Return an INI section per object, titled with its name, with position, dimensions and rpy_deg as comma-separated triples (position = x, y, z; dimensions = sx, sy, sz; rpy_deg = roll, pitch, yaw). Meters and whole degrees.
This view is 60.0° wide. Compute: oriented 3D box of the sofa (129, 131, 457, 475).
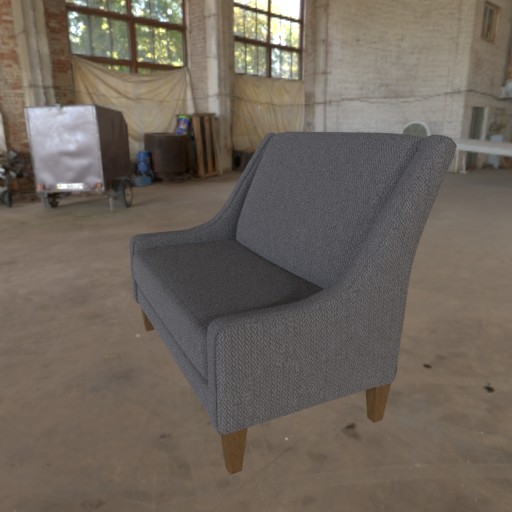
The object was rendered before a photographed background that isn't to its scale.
[sofa]
position = 0.000, 0.000, 1.901
dimensions = 0.873, 1.022, 1.242
rpy_deg = -8, 18, -25
